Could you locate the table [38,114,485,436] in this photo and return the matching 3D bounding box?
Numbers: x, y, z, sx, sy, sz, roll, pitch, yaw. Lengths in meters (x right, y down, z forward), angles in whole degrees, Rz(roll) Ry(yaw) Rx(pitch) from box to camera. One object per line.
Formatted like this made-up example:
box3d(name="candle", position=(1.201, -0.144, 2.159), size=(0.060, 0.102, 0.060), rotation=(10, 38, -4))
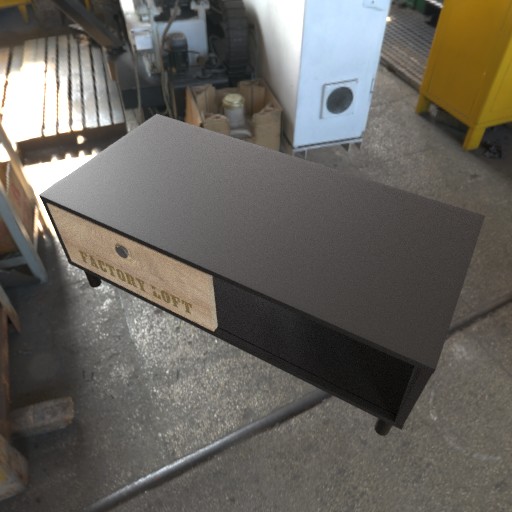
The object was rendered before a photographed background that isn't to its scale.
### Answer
box3d(name="table", position=(0.000, 0.000, 1.350), size=(1.100, 0.400, 0.550), rotation=(22, 50, 20))
